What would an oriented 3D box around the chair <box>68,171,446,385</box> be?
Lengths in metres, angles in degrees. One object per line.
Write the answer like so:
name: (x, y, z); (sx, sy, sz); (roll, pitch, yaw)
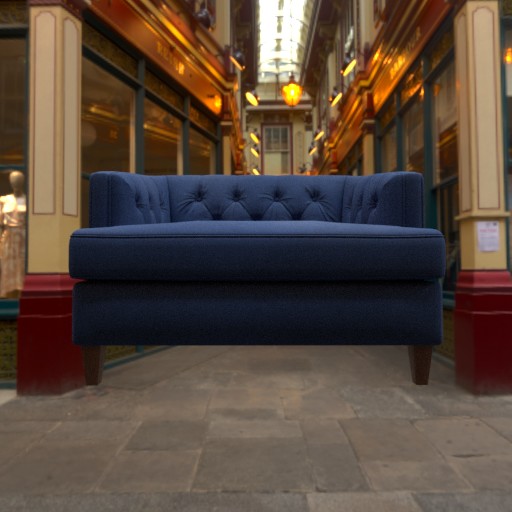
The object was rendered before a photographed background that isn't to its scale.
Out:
chair: (0.000, 0.000, 1.722); (1.118, 0.787, 0.914); (0, -1, 0)
